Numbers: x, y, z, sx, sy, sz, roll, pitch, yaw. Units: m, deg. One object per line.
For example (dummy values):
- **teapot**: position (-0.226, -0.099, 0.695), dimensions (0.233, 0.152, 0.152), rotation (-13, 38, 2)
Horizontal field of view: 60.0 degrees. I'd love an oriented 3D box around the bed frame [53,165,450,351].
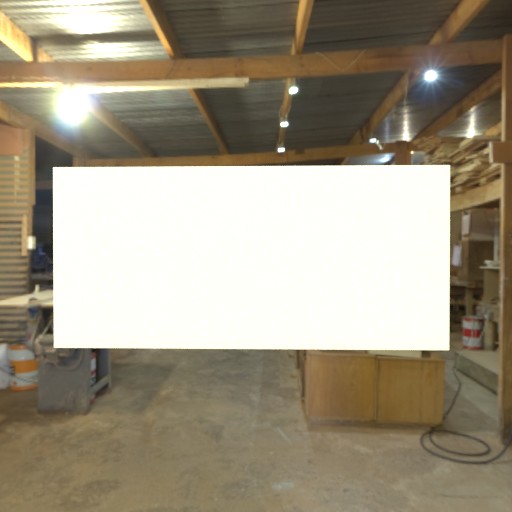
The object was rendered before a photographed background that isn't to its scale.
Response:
- **bed frame**: position (0.000, 0.000, 2.951), dimensions (1.720, 0.800, 2.060), rotation (0, 1, 2)
